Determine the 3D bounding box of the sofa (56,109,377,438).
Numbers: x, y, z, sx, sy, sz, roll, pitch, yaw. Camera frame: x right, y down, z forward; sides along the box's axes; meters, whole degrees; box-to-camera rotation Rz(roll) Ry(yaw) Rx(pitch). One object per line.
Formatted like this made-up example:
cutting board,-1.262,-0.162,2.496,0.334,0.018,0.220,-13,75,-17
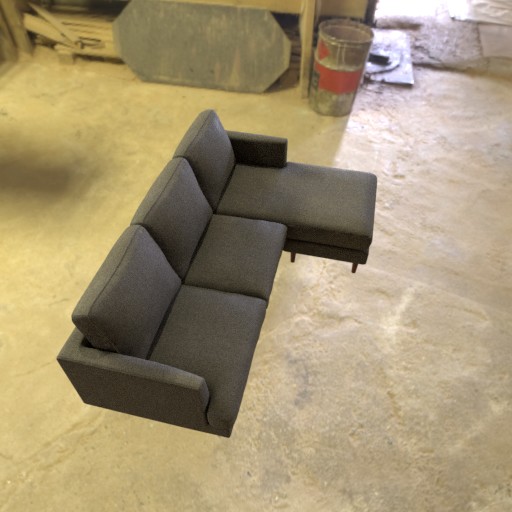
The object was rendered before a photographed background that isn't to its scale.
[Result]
sofa,0.000,0.000,2.944,1.504,0.956,2.233,10,47,9
